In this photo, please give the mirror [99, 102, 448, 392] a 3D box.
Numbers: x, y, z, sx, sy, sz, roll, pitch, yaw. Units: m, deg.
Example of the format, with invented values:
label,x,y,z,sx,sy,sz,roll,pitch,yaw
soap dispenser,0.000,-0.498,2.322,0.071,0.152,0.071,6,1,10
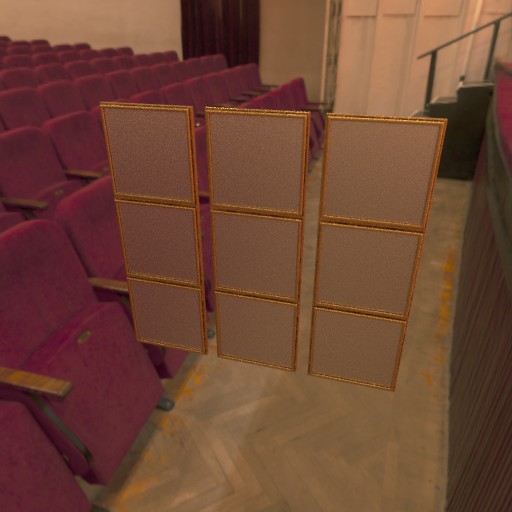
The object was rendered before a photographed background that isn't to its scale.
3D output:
label,x,y,z,sx,sy,sz,roll,pitch,yaw
mirror,0.000,0.000,1.462,1.011,0.926,0.023,8,29,14
